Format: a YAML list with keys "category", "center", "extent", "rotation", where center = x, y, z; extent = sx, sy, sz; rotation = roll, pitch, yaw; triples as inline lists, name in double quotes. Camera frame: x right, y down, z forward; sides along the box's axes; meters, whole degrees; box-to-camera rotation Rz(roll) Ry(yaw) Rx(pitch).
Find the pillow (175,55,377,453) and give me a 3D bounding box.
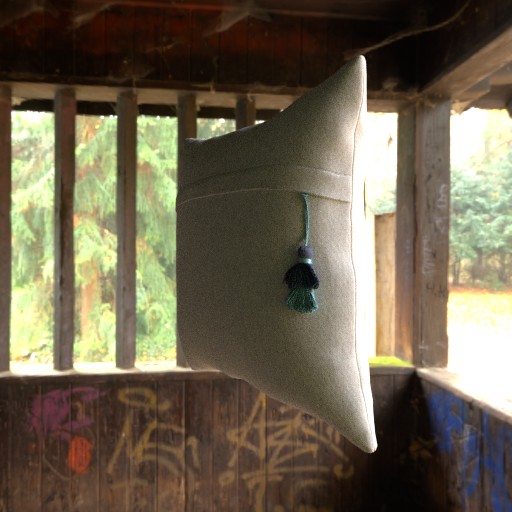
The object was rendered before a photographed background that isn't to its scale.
- category: "pillow"
  center: [0.000, 0.000, 0.661]
  extent: [0.173, 0.436, 0.433]
  rotation: [0, 0, -35]
